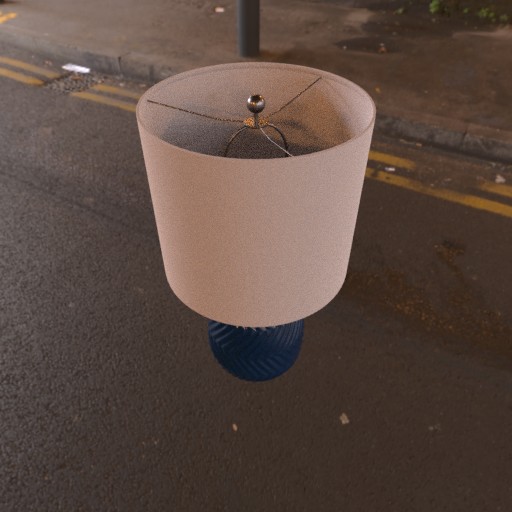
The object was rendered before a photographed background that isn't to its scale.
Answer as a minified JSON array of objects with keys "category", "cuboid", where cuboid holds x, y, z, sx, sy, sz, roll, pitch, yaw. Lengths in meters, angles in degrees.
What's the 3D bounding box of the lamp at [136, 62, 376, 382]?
[{"category":"lamp","cuboid":[0.000,0.000,0.501,0.203,0.368,0.203,-13,43,-14]}]
